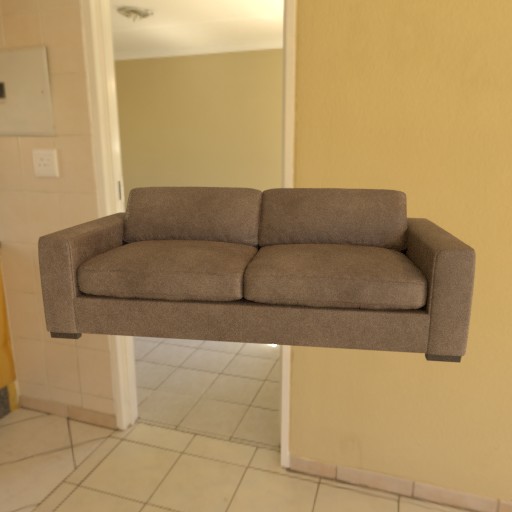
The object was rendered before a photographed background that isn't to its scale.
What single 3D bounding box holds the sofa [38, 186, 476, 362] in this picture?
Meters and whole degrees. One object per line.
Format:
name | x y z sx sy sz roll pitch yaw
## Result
sofa | 0.000 0.000 2.760 2.262 0.801 1.070 2 13 8
